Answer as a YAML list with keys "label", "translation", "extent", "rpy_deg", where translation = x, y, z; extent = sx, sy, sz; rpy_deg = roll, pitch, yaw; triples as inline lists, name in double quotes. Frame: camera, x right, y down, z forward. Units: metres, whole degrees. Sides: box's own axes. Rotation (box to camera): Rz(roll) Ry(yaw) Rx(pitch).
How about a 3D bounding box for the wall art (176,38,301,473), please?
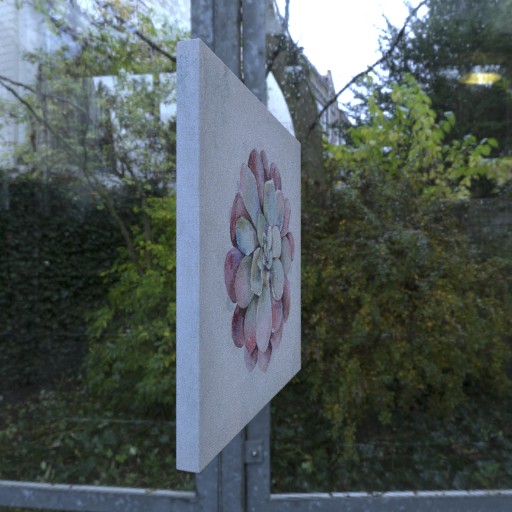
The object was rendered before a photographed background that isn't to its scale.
- label: "wall art"
  translation: [0.000, 0.000, 0.908]
  extent: [0.044, 0.605, 0.605]
  rpy_deg: [0, 0, 19]
